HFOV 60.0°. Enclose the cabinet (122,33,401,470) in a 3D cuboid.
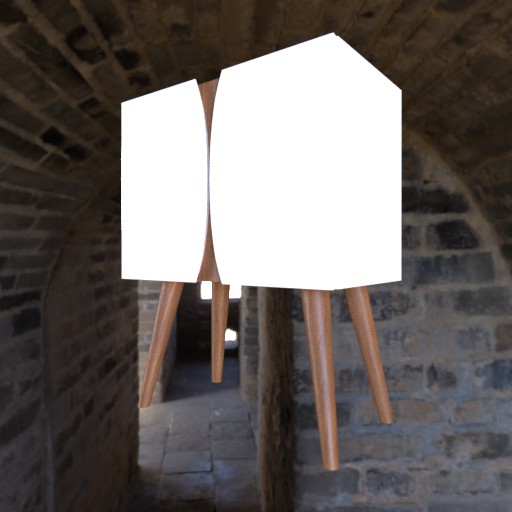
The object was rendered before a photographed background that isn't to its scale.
[{"bbox_3d":[0.000,0.000,1.074,0.591,0.772,0.344,0,0,37],"label":"cabinet"}]
